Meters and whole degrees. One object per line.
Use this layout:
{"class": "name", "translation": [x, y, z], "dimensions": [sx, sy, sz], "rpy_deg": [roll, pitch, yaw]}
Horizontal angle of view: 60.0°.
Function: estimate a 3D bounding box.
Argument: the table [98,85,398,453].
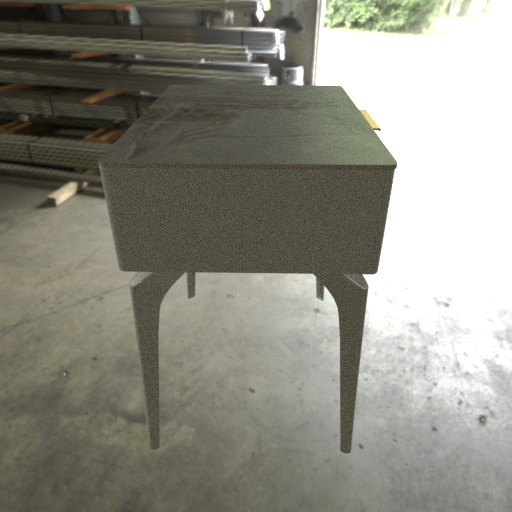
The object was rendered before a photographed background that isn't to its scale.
{"class": "table", "translation": [0.000, 0.000, 0.904], "dimensions": [0.400, 0.570, 0.500], "rpy_deg": [1, 31, 1]}
